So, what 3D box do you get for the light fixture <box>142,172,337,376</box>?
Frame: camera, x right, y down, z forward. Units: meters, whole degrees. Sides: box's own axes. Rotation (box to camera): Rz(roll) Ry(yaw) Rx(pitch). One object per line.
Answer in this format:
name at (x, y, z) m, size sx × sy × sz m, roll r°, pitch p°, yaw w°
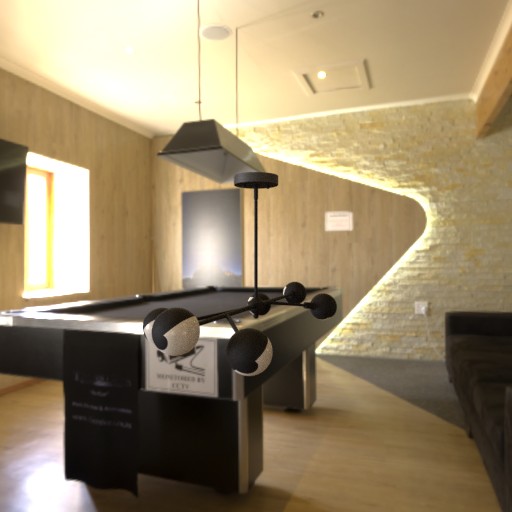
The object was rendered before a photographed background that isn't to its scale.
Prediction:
light fixture at (0.000, 0.000, 1.005) m, size 0.434 × 0.362 × 0.778 m, roll 0°, pitch 0°, yaw 35°
